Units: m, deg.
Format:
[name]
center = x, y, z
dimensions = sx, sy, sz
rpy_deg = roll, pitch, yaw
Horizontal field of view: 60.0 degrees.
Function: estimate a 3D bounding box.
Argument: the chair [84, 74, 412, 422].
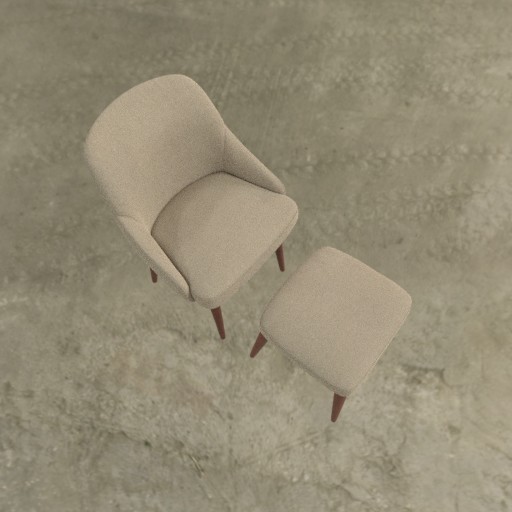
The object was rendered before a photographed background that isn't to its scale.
[chair]
center = 0.000, 0.000, 1.617
dimensions = 1.114, 0.866, 0.584
rpy_deg = 35, 66, 18
